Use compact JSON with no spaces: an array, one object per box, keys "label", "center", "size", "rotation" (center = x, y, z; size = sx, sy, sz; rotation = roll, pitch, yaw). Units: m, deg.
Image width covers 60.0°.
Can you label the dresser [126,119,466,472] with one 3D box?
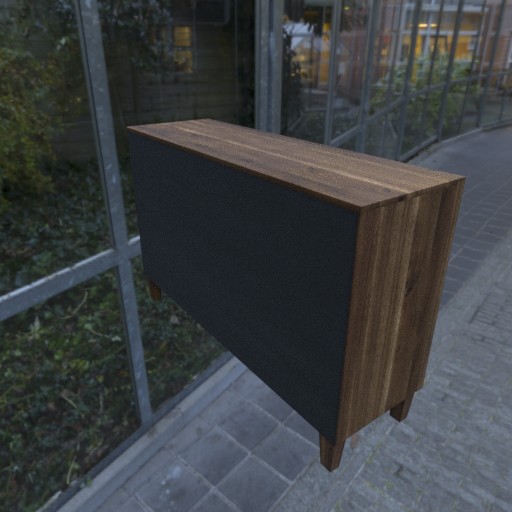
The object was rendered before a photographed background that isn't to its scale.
[{"label":"dresser","center":[0.000,0.000,1.811],"size":[0.438,0.892,1.387],"rotation":[-17,30,-33]}]
